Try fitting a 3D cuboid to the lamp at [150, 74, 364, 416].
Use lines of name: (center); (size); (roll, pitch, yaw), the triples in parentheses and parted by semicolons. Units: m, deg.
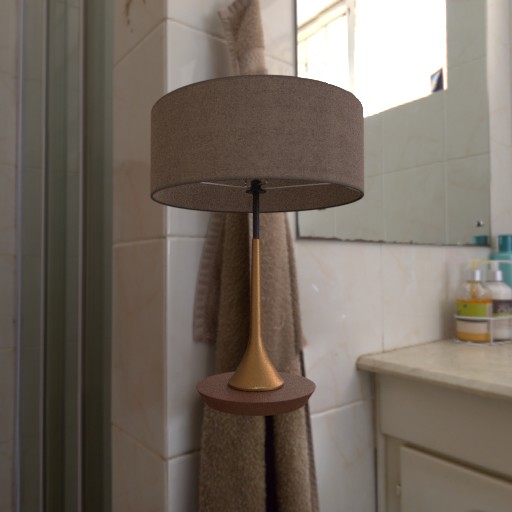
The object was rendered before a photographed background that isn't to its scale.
lamp: (0.000, 0.000, 0.857); (0.396, 0.551, 0.417); (1, -2, -36)
